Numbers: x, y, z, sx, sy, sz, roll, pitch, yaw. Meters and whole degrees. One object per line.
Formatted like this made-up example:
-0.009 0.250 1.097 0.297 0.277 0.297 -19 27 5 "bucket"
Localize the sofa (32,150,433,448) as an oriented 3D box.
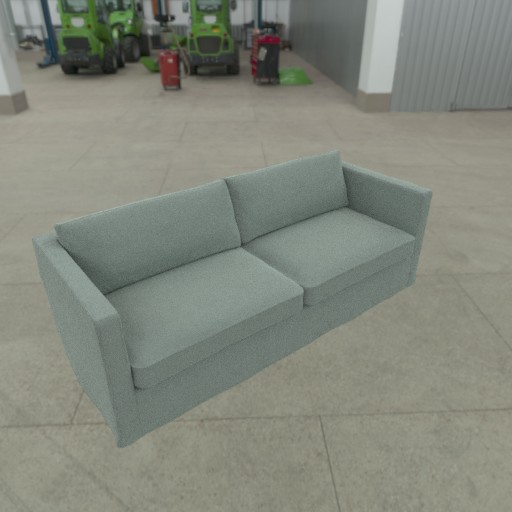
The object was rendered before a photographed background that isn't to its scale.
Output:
0.000 0.000 2.759 2.312 0.853 0.962 -21 36 -32 "sofa"
